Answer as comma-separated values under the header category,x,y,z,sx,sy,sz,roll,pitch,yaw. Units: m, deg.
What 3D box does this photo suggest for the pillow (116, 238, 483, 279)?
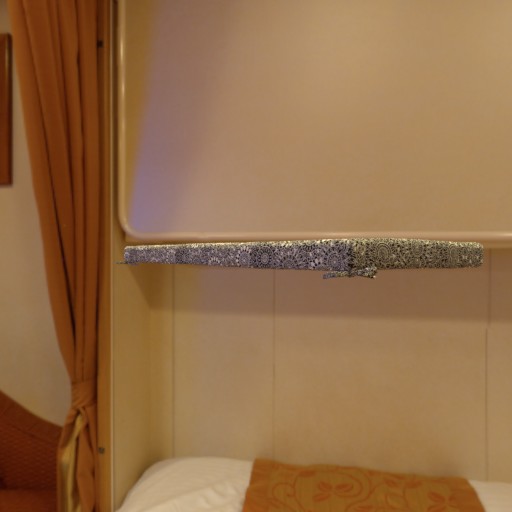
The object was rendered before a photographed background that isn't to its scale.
category,x,y,z,sx,sy,sz,roll,pitch,yaw
pillow,0.000,0.000,1.348,0.492,0.081,1.187,0,1,-36
